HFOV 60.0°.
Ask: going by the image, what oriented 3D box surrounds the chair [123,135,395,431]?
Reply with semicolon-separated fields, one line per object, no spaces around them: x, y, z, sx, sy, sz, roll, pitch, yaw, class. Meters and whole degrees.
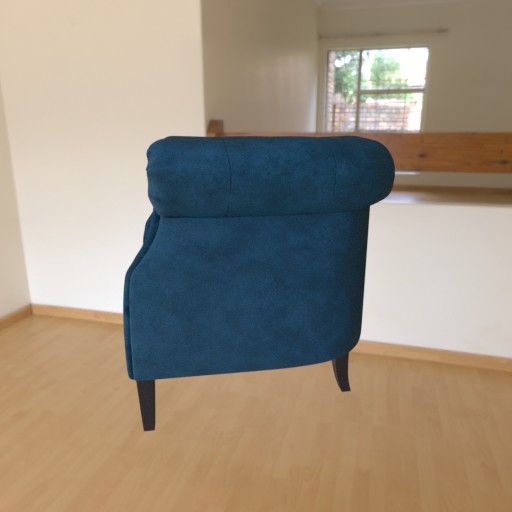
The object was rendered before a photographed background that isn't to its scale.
0.000;0.000;1.578;0.851;0.826;0.904;-2;16;-9;chair
